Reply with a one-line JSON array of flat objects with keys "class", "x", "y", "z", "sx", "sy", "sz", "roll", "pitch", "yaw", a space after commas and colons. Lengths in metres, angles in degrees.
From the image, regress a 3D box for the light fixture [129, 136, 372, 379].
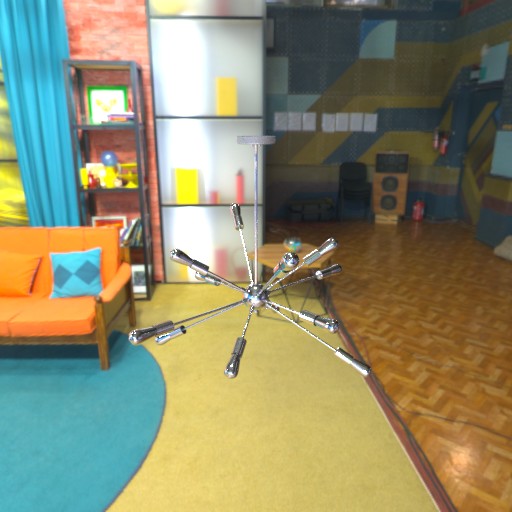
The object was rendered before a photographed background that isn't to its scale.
[{"class": "light fixture", "x": 0.000, "y": 0.000, "z": 1.070, "sx": 0.684, "sy": 0.558, "sz": 0.509, "roll": -14, "pitch": 21, "yaw": -41}]
